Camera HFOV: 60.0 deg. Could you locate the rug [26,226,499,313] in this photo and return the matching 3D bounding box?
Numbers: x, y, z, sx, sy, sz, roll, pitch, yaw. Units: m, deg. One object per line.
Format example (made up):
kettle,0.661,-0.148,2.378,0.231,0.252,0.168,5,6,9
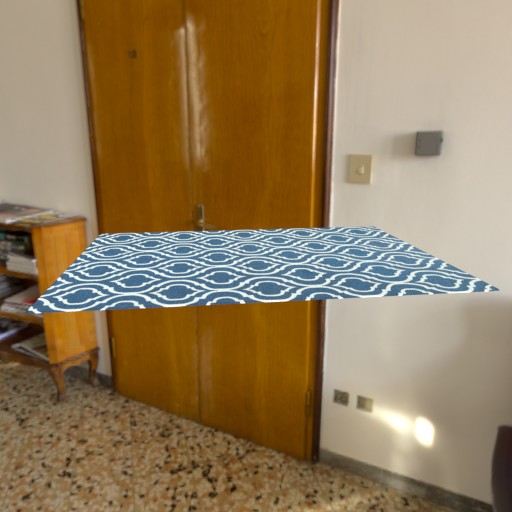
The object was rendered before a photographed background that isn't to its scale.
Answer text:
rug,0.000,0.000,4.253,3.353,0.010,2.438,-2,15,-7
